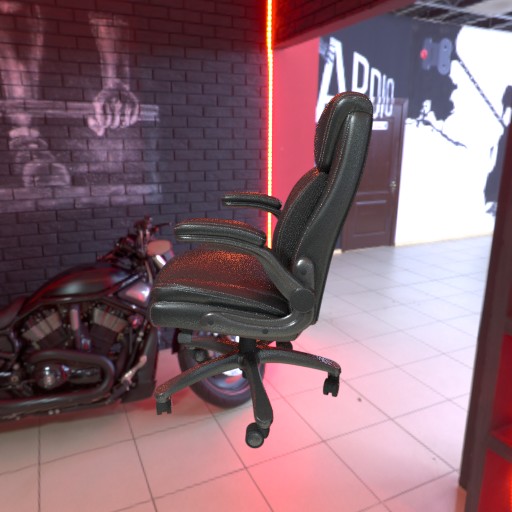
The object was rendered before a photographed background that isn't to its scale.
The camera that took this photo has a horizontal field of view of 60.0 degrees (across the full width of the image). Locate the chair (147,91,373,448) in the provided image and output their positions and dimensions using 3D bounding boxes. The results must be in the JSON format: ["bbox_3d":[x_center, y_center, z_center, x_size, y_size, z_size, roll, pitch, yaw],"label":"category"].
[{"bbox_3d":[0.000,0.000,1.628,0.724,1.110,0.782,2,15,7],"label":"chair"}]
